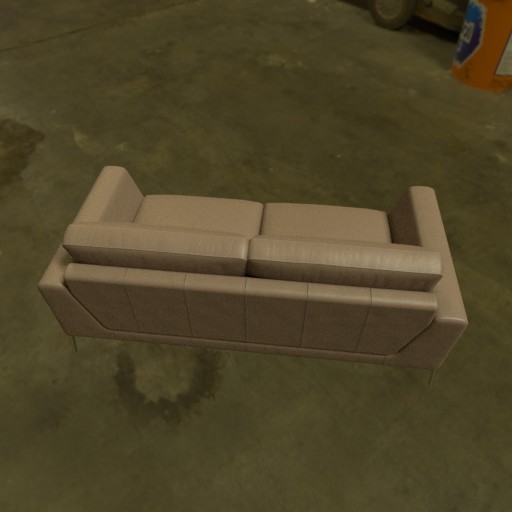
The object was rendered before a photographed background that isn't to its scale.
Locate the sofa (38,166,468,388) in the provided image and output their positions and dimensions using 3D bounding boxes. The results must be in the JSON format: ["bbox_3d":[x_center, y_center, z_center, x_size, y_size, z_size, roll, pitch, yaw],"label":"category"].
[{"bbox_3d":[0.000,0.000,2.465,2.017,0.875,0.953,4,48,4],"label":"sofa"}]
